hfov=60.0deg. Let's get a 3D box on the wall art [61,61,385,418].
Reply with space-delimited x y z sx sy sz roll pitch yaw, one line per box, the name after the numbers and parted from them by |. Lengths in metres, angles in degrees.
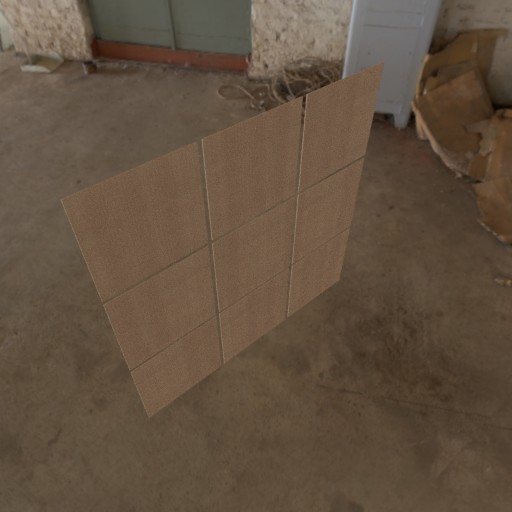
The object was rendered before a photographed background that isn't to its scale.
0.000 0.000 2.195 1.517 1.505 0.002 -32 54 -27 | wall art
